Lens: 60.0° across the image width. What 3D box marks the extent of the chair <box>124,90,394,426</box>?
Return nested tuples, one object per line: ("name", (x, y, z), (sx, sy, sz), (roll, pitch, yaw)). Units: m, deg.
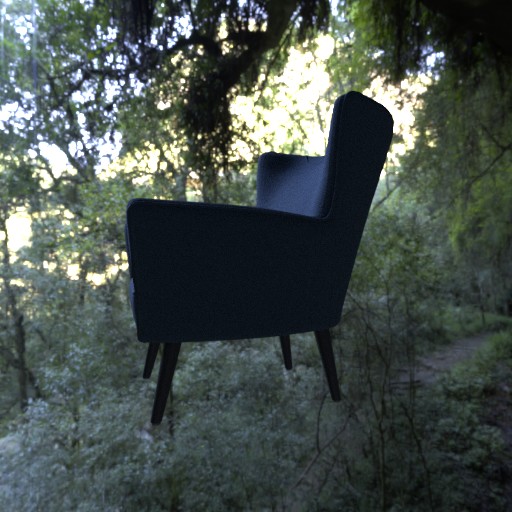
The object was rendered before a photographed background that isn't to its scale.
("chair", (0.000, 0.000, 1.565), (0.888, 0.933, 0.781), (0, 0, -17))
